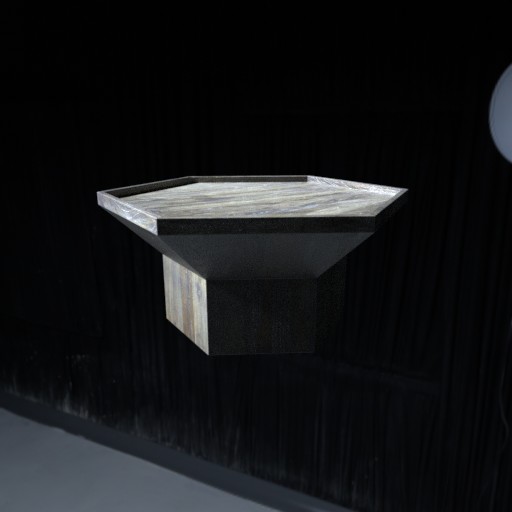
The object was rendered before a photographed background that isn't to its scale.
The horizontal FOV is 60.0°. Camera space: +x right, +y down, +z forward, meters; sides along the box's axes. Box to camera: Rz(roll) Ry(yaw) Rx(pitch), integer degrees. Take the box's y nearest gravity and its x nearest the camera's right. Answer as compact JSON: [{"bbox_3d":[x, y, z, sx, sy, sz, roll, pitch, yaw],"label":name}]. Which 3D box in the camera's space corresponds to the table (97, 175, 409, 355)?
[{"bbox_3d":[0.000,0.000,1.652,0.966,0.488,1.115,8,18,25],"label":"table"}]
